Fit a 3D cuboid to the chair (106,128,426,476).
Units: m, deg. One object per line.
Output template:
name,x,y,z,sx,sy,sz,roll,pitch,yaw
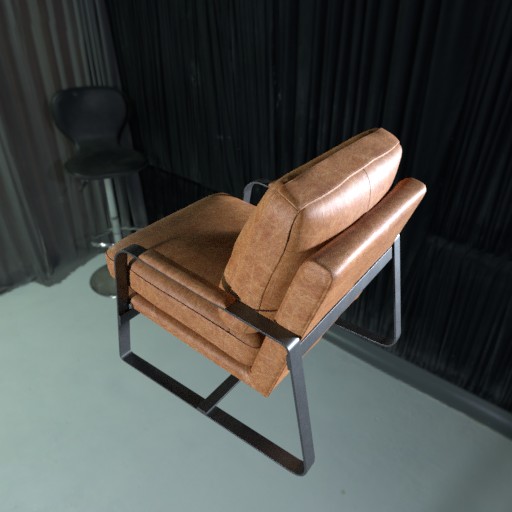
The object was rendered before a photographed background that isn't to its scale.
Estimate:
chair,0.000,0.000,1.379,0.801,0.777,0.651,21,38,30
